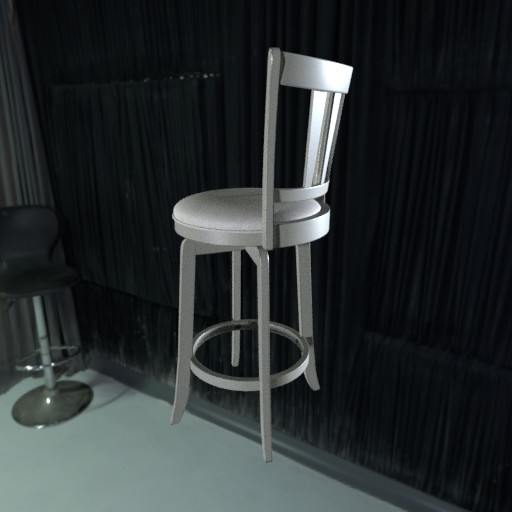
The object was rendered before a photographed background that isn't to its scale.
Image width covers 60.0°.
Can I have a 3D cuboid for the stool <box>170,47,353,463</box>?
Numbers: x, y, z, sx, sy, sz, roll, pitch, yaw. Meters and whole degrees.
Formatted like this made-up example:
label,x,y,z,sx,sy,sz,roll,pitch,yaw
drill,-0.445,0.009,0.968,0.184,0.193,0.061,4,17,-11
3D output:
label,x,y,z,sx,sy,sz,roll,pitch,yaw
stool,0.000,0.000,1.287,0.475,1.042,0.436,9,20,26
